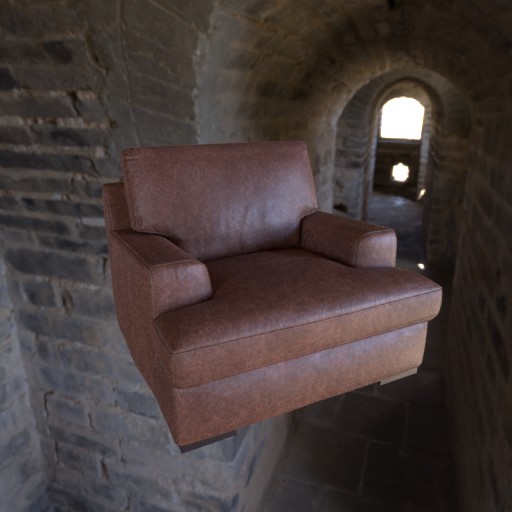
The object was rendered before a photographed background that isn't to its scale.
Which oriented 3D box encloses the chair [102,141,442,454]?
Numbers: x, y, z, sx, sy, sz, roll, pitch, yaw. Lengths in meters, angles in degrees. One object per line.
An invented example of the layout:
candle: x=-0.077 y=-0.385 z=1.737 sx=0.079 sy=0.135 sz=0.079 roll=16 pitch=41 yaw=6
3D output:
chair: x=0.000 y=0.000 z=1.993 sx=1.168 sy=0.939 sz=1.143 roll=-9 pitch=20 yaw=-25
